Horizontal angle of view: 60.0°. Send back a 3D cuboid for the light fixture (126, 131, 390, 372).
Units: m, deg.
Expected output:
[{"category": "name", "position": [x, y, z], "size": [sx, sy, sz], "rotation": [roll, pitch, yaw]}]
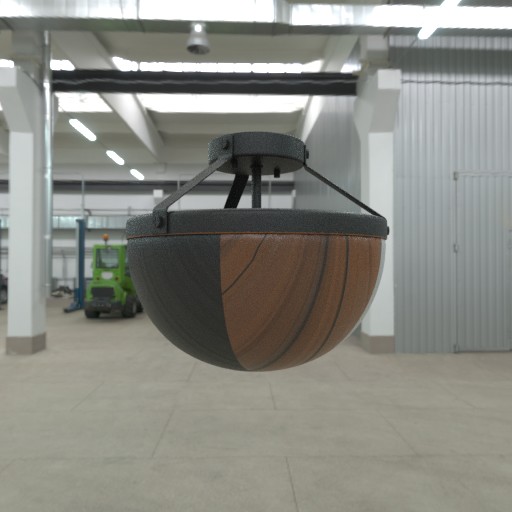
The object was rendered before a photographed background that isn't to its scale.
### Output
[{"category": "light fixture", "position": [0.000, 0.000, 0.536], "size": [0.304, 0.269, 0.304], "rotation": [0, -1, 0]}]
